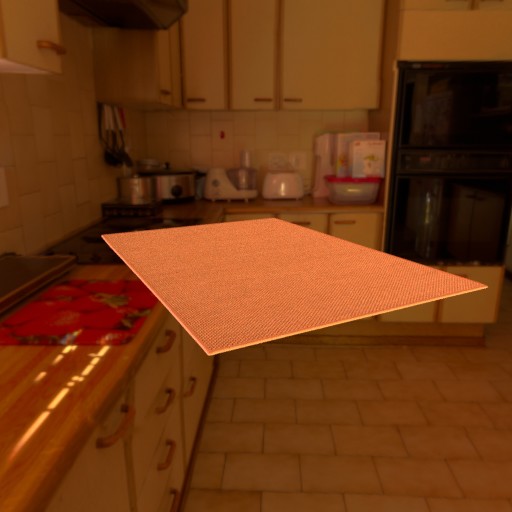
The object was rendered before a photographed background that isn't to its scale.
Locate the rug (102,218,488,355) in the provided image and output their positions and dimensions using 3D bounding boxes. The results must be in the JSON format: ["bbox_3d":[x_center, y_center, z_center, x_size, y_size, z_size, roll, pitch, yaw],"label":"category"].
[{"bbox_3d":[0.000,0.000,2.793,1.524,0.013,2.134,-8,17,-27],"label":"rug"}]
